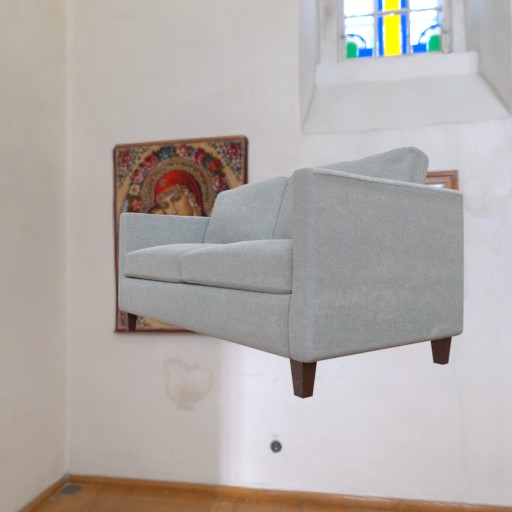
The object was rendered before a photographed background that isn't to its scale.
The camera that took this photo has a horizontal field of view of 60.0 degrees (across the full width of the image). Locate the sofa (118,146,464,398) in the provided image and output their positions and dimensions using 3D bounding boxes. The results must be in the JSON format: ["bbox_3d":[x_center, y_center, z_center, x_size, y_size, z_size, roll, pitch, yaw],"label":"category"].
[{"bbox_3d":[0.000,0.000,2.431,0.950,0.963,1.884,0,0,-35],"label":"sofa"}]
